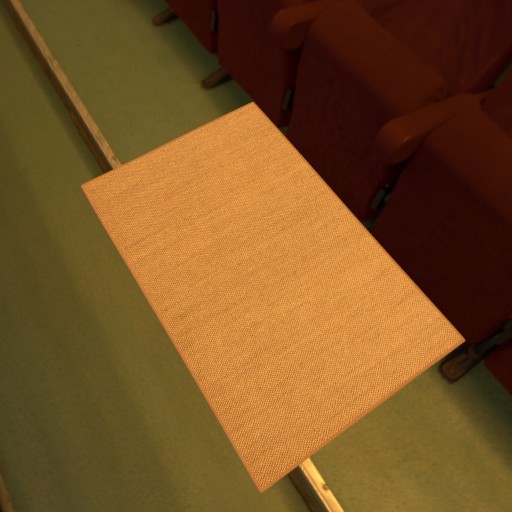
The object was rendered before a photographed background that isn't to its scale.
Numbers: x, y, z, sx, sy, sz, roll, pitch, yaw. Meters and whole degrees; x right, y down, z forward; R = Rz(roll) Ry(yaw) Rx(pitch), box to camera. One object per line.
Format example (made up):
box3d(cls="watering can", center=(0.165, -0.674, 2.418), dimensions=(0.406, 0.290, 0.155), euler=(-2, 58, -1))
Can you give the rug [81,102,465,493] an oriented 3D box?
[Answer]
box3d(cls="rug", center=(0.000, 0.000, 2.084), dimensions=(1.061, 0.012, 1.668), euler=(-30, 67, -14))
